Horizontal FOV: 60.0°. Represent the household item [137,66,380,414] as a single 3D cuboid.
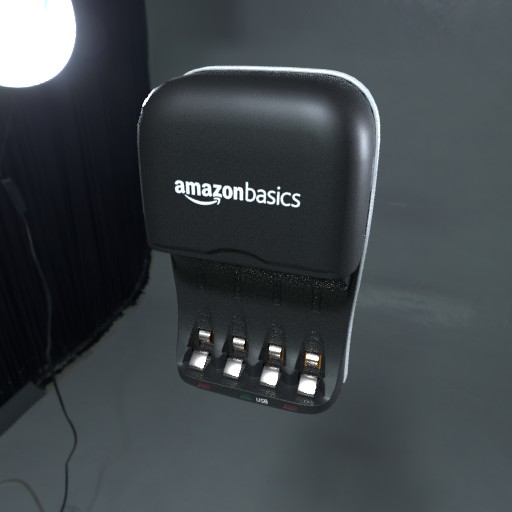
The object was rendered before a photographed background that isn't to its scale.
[{"bbox_3d":[0.000,0.000,0.147,0.070,0.114,0.038,9,29,16],"label":"household item"}]
